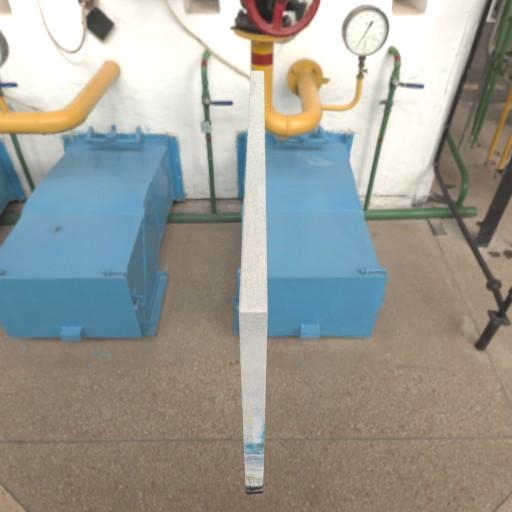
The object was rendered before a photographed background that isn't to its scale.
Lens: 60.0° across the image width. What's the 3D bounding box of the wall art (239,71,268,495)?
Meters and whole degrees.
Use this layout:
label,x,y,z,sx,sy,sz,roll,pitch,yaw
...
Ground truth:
label,x,y,z,sx,sy,sz,roll,pitch,yaw
wall art,0.000,0.000,1.123,0.038,0.609,0.913,0,41,0
